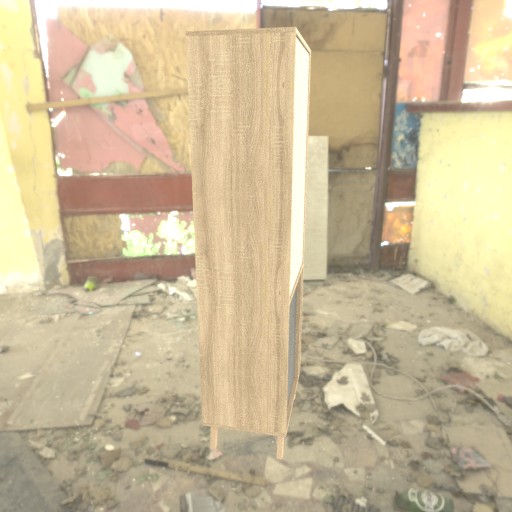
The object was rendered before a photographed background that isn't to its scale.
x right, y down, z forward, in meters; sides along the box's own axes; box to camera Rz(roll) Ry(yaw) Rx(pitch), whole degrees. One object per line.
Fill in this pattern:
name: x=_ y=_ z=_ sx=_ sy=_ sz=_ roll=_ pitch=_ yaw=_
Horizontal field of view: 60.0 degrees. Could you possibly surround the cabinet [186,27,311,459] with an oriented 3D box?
cabinet: x=0.000 y=0.000 z=2.105 sx=0.400 sy=1.850 sz=0.570 roll=4 pitch=18 yaw=11
